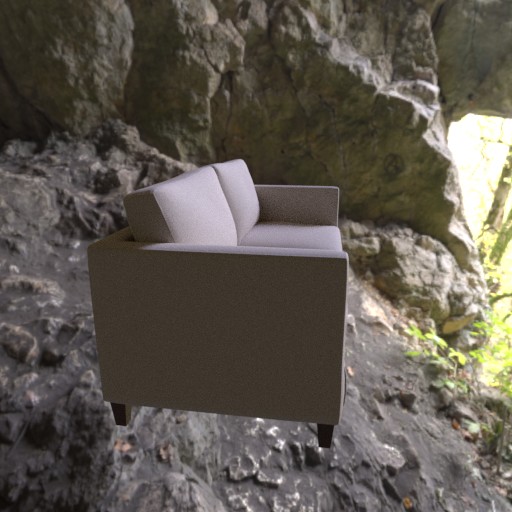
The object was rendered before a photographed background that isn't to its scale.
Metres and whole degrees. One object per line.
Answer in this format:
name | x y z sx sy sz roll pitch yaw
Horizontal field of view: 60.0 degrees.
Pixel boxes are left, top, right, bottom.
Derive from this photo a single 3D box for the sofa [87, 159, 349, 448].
sofa | 0.000 0.000 2.234 0.873 0.888 1.722 3 16 9
